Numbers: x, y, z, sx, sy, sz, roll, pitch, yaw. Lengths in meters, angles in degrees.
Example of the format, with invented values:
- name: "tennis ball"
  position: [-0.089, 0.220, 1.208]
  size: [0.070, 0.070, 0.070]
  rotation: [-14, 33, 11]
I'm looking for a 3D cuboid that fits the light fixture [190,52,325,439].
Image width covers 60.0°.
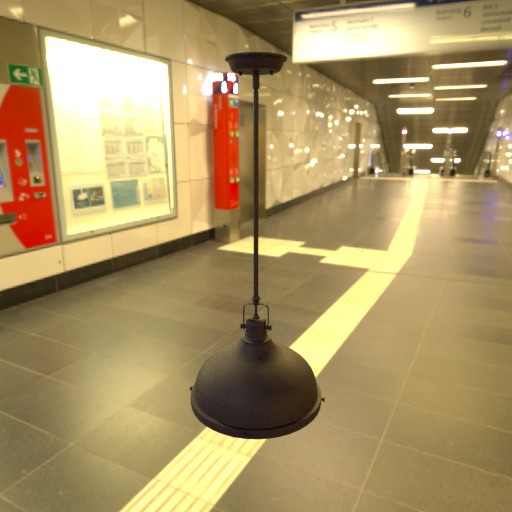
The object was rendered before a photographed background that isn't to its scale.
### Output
- name: "light fixture"
  position: [0.000, 0.000, 1.026]
  size: [0.341, 0.849, 0.341]
  rotation: [2, 14, 8]
